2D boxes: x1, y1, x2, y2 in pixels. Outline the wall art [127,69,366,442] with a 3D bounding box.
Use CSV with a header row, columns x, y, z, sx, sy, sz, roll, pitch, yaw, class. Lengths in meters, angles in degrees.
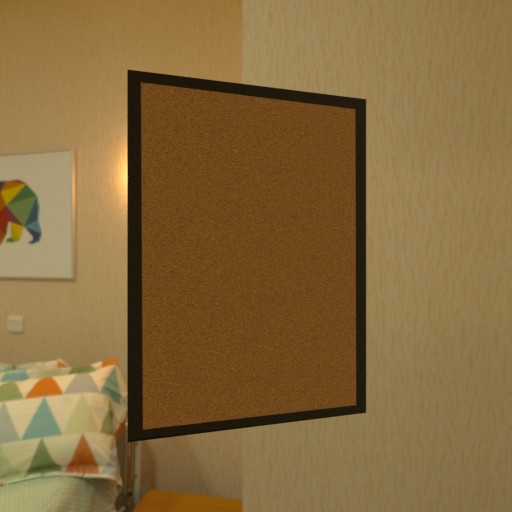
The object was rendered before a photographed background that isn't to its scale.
x,y,z,sx,sy,sz,roll,pitch,yaw,class
0.000,0.000,0.862,0.480,0.657,0.016,0,0,-18,wall art
